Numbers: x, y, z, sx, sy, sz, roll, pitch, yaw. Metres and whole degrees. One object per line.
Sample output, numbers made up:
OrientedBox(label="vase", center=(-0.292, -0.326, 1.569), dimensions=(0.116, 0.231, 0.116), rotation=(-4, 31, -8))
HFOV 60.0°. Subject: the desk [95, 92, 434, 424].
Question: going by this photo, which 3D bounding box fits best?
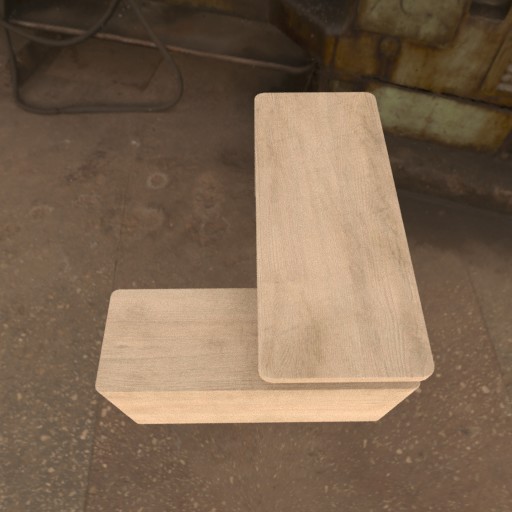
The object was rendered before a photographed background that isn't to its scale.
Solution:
OrientedBox(label="desk", center=(0.000, 0.000, 2.140), dimensions=(1.175, 0.770, 1.400), rotation=(-1, 59, 0))
